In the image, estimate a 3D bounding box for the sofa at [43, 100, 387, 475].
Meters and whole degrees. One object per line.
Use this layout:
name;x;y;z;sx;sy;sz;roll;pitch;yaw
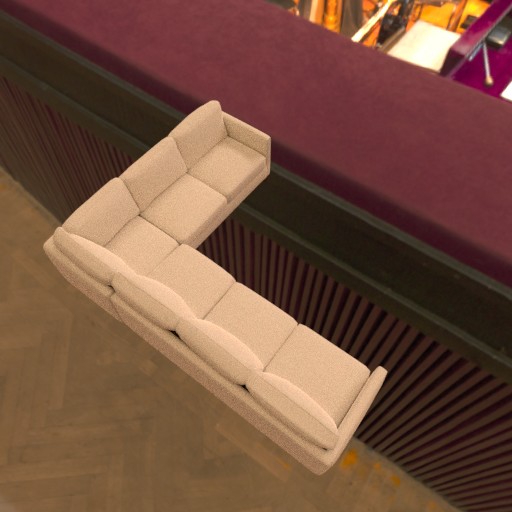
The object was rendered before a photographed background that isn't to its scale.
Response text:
sofa;0.000;0.000;4.497;3.302;0.947;2.593;32;63;19
